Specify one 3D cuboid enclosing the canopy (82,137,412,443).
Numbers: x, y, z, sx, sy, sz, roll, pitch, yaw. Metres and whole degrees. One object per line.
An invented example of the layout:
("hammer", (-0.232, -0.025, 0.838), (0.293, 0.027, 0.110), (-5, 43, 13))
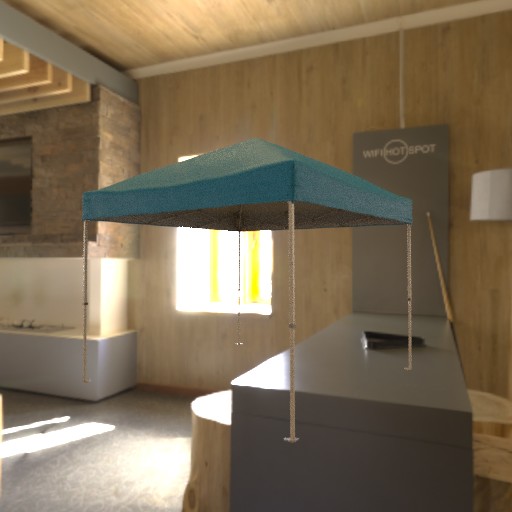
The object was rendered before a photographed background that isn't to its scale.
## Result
("canopy", (0.000, 0.000, 5.597), (2.996, 2.997, 2.998), (0, -1, 37))
